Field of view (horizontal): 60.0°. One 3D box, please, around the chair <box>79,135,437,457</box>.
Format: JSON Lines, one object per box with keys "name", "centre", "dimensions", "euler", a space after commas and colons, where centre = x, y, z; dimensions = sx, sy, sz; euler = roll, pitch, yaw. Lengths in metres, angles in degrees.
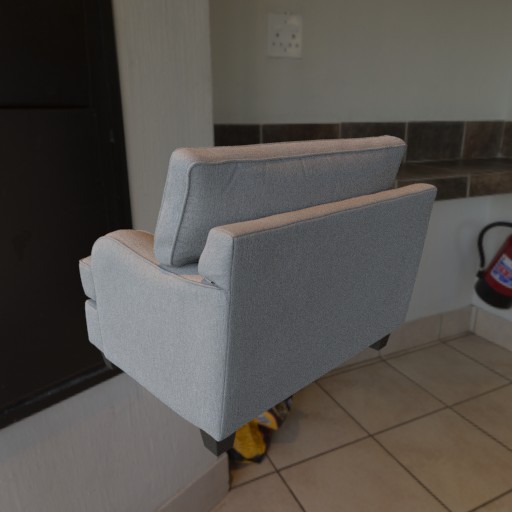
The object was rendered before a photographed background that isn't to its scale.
{"name": "chair", "centre": [0.000, 0.000, 1.959], "dimensions": [1.220, 1.016, 1.041], "euler": [-16, 24, -42]}
